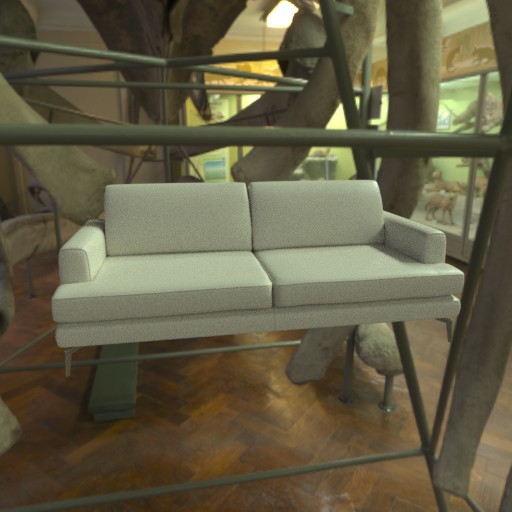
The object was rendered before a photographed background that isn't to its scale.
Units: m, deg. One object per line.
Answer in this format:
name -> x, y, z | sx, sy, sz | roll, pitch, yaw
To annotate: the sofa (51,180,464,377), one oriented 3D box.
sofa -> 0.000, 0.000, 2.462 | 1.940, 0.765, 0.974 | -3, 15, -10
